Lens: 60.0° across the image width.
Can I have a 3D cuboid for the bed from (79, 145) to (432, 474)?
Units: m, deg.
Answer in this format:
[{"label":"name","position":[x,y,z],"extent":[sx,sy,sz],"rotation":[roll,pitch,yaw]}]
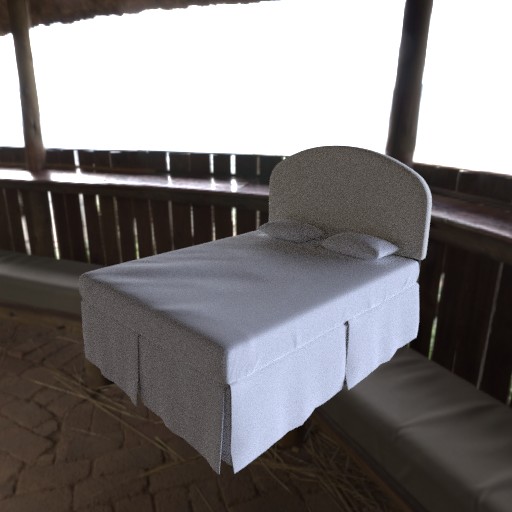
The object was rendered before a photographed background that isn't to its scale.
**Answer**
[{"label":"bed","position":[0.000,0.000,3.059],"extent":[1.607,1.410,2.005],"rotation":[16,24,42]}]
